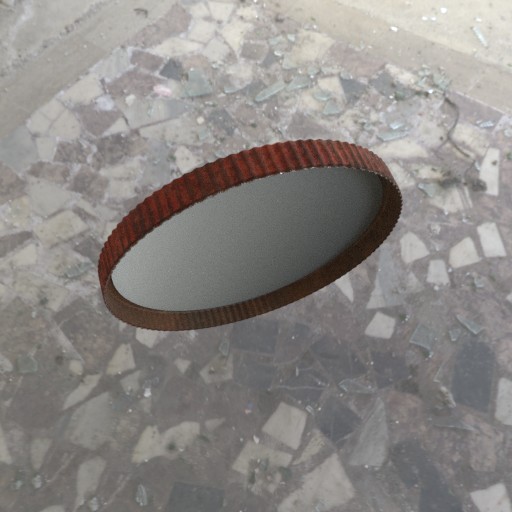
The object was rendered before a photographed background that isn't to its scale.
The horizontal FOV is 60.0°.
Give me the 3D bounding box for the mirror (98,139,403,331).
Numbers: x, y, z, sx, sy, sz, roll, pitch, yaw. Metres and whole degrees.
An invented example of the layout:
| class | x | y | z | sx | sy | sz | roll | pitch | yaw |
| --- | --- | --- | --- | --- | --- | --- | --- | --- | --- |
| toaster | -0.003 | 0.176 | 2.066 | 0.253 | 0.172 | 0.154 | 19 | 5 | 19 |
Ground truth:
| class | x | y | z | sx | sy | sz | roll | pitch | yaw |
| --- | --- | --- | --- | --- | --- | --- | --- | --- | --- |
| mirror | 0.000 | 0.000 | 0.905 | 0.609 | 0.609 | 0.056 | -17 | 65 | -8 |
